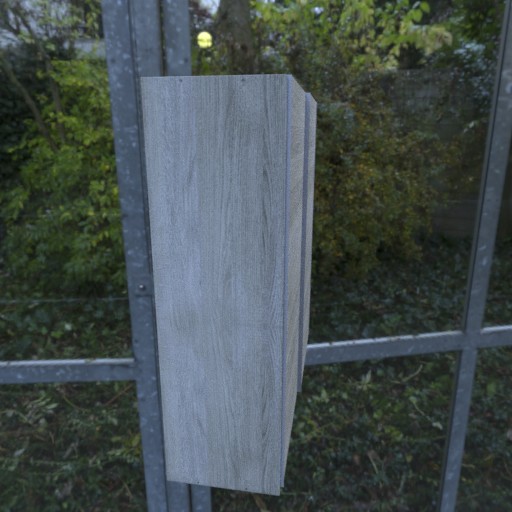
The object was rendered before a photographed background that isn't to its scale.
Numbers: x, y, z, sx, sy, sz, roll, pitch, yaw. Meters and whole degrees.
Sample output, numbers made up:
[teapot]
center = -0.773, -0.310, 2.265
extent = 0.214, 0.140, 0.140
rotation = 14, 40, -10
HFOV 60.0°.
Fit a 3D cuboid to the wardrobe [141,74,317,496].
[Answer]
[wardrobe]
center = 0.000, 0.000, 2.827
extent = 0.629, 1.960, 1.780
rotation = 3, 16, 10
